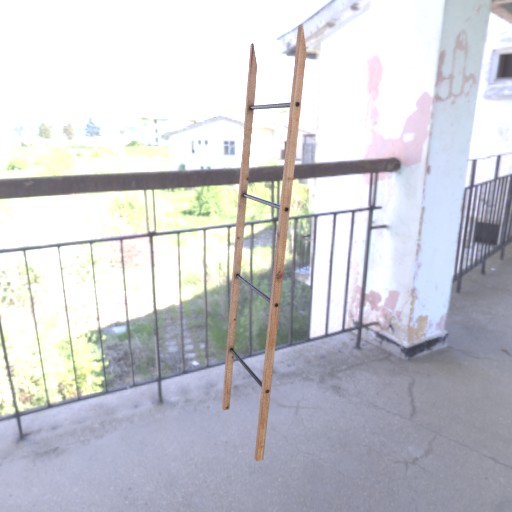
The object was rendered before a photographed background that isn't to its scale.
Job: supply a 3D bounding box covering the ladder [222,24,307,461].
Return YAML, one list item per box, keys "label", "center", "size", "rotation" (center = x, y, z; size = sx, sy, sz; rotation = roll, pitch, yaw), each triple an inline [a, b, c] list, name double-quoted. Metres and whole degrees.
- label: "ladder"
  center: [0.000, 0.000, 1.981]
  size: [0.200, 1.805, 0.442]
  rotation: [-8, 18, -24]
